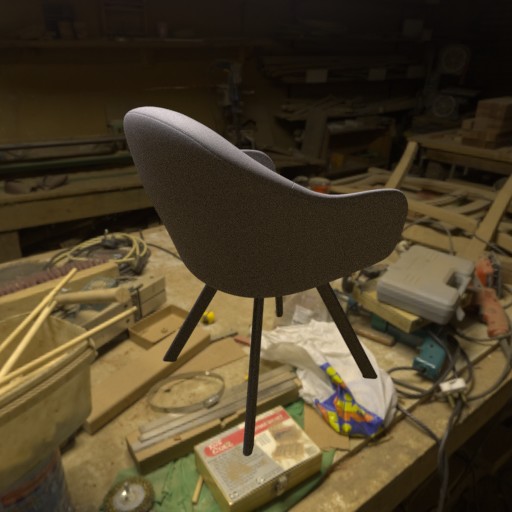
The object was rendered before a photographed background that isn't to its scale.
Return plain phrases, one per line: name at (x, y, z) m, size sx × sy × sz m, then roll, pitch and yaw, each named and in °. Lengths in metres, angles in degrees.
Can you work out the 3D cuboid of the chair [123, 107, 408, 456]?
chair at (0.000, 0.000, 1.169) m, size 0.570 × 0.780 × 0.540 m, roll -17°, pitch 30°, yaw -32°
